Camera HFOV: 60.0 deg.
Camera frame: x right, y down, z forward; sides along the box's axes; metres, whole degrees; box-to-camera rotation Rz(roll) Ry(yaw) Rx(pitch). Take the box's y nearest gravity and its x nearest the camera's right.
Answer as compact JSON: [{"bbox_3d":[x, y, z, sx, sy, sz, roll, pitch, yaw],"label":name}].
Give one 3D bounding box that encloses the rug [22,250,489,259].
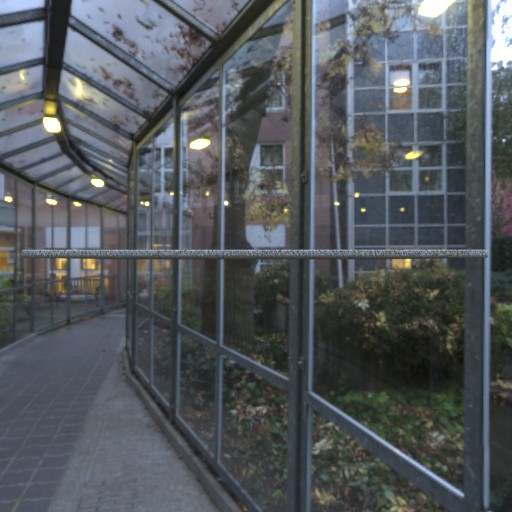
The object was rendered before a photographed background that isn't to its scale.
[{"bbox_3d":[0.000,0.000,2.090,1.600,0.027,1.200,0,-1,1],"label":"rug"}]
